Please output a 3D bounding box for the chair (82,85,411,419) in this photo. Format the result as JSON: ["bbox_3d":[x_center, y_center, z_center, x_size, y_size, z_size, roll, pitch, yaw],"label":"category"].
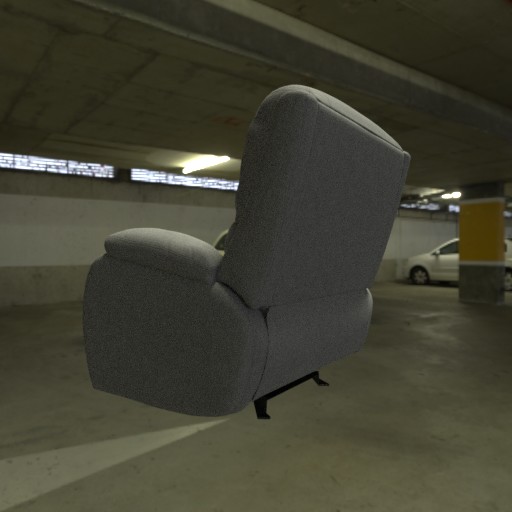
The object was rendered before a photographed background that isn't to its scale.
[{"bbox_3d":[0.000,0.000,1.661,0.899,1.011,0.930,0,1,35],"label":"chair"}]
